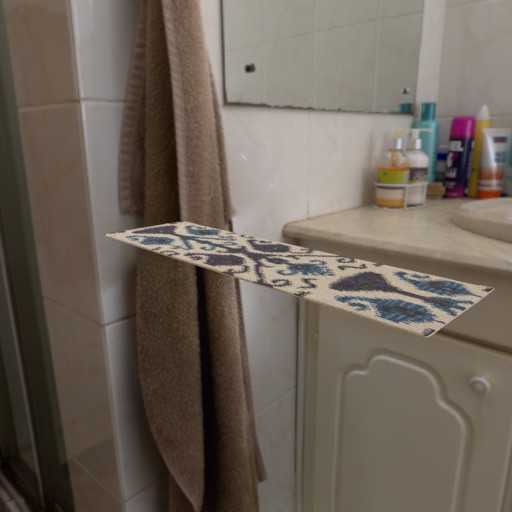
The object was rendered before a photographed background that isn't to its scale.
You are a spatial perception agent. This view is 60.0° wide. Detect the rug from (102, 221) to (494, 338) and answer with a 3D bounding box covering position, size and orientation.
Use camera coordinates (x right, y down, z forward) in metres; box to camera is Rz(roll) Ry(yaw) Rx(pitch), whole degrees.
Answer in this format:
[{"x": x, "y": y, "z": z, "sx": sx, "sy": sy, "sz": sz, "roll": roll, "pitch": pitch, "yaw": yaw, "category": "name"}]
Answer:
[{"x": 0.000, "y": 0.000, "z": 2.512, "sx": 2.301, "sy": 0.017, "sz": 0.692, "roll": 14, "pitch": 21, "yaw": 43, "category": "rug"}]
